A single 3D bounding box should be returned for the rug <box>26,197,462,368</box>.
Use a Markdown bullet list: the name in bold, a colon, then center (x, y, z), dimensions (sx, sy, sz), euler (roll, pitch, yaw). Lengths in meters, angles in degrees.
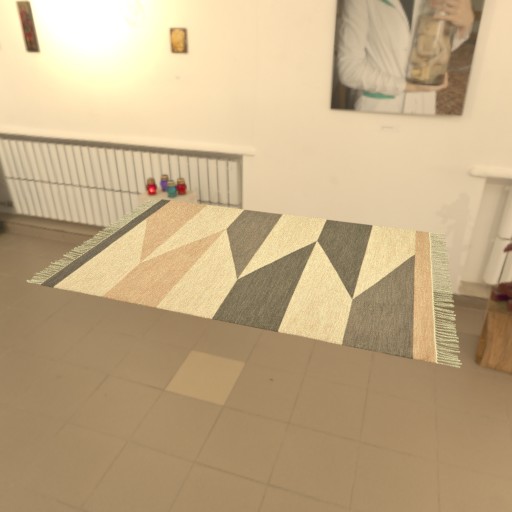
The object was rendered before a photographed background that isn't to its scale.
- **rug**: center (0.000, 0.000, 2.432), dimensions (2.021, 0.027, 1.224), euler (9, 29, 16)
